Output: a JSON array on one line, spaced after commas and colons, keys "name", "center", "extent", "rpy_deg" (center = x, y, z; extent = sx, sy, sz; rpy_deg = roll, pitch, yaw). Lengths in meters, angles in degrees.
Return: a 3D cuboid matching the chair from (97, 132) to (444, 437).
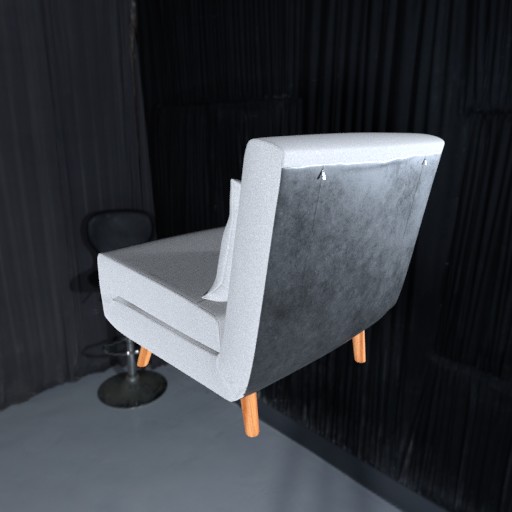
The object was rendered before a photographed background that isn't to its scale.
[{"name": "chair", "center": [0.000, 0.000, 1.495], "extent": [0.902, 0.808, 0.770], "rpy_deg": [15, 22, 42]}]
